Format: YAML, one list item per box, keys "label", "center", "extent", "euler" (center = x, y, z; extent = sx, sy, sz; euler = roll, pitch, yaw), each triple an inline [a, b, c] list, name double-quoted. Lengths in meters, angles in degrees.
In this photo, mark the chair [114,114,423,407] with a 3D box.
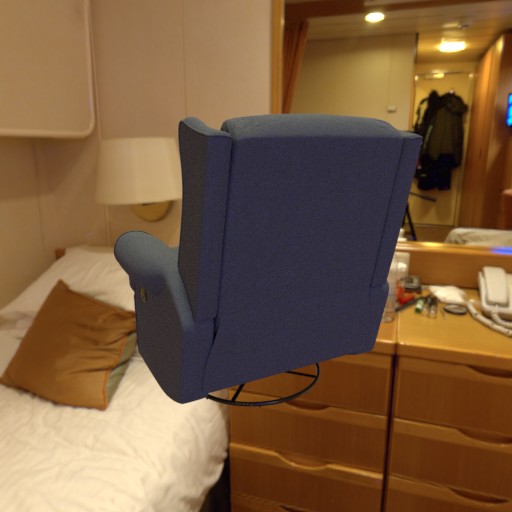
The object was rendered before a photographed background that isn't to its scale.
- label: "chair"
  center: [0.000, 0.000, 1.726]
  extent: [0.971, 1.020, 0.877]
  euler: [-8, 16, -28]
